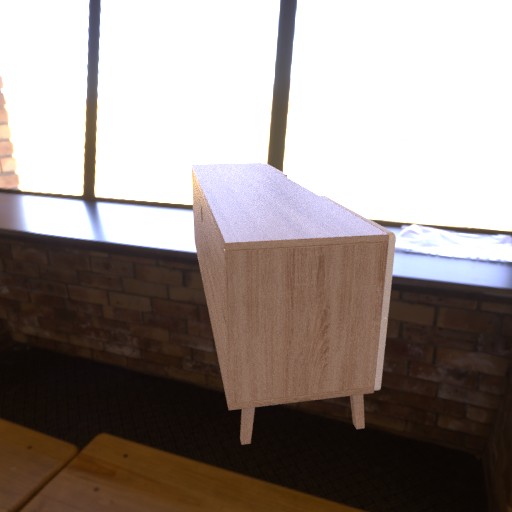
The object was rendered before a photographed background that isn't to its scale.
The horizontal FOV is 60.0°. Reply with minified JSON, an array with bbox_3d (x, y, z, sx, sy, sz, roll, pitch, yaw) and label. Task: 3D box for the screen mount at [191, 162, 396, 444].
[{"bbox_3d":[0.000,0.000,1.781,0.420,0.570,1.500,-3,19,-10],"label":"screen mount"}]
